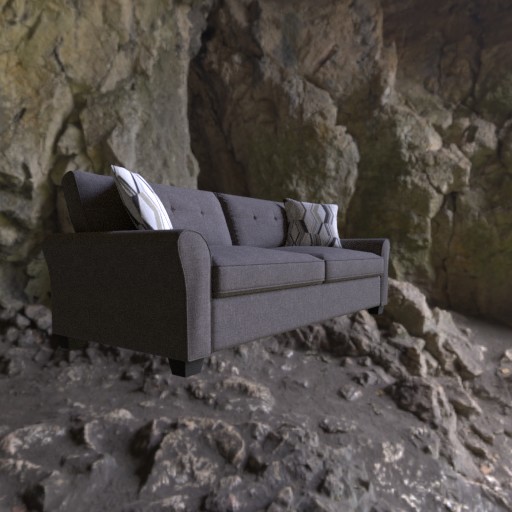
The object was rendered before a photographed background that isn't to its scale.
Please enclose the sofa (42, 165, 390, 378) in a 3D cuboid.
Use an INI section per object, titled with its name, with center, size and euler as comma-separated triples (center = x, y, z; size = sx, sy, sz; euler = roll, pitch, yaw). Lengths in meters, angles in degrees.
[sofa]
center = 0.000, 0.000, 2.528
size = 0.889, 0.813, 2.032
euler = 1, 1, 36
